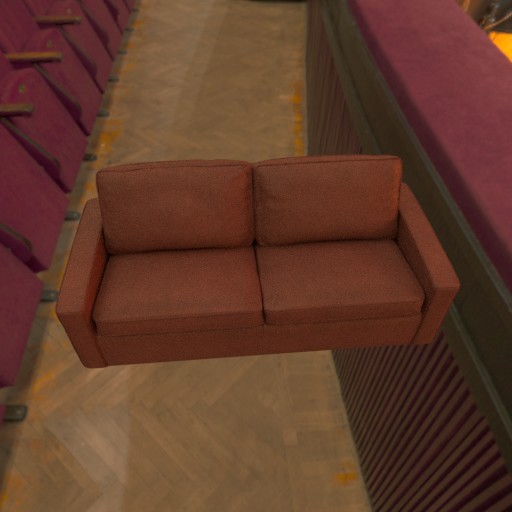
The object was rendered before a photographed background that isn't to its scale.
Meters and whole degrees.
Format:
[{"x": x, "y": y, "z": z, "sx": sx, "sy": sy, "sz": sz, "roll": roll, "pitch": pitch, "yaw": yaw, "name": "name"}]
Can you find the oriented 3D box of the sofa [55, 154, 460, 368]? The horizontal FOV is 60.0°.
[{"x": 0.000, "y": 0.000, "z": 2.620, "sx": 2.080, "sy": 0.919, "sz": 0.940, "roll": -3, "pitch": 46, "yaw": -3, "name": "sofa"}]
